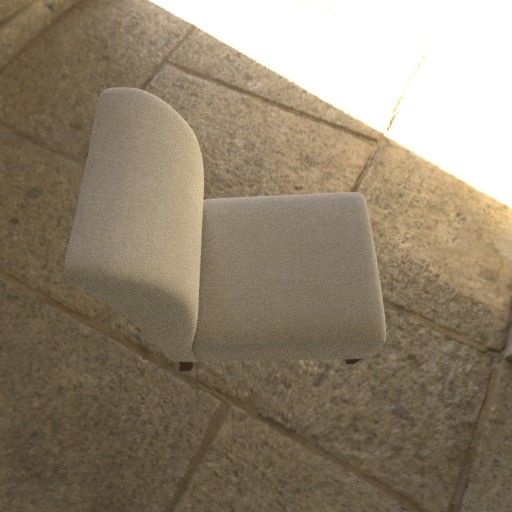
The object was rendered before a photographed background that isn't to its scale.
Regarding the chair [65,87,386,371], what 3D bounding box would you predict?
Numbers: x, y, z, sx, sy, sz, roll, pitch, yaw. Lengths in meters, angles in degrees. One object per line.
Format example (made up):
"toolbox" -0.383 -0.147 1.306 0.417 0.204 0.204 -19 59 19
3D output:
"chair" 0.000 0.000 1.318 0.754 0.833 0.521 -1 62 0
